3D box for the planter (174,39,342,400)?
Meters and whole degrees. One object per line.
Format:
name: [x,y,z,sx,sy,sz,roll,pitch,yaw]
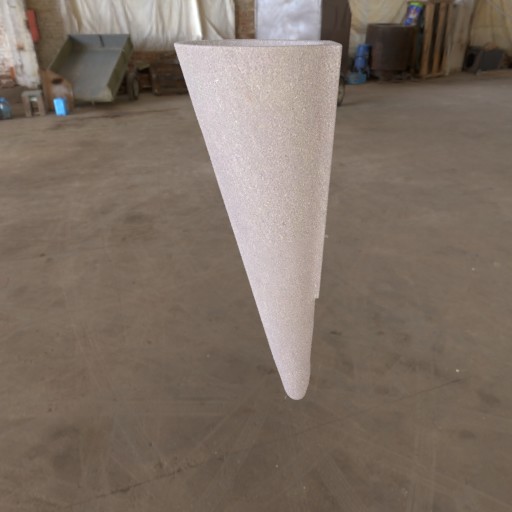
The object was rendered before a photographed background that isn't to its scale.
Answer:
planter: [0.000,0.000,0.298,0.087,0.259,0.078,0,28,0]
